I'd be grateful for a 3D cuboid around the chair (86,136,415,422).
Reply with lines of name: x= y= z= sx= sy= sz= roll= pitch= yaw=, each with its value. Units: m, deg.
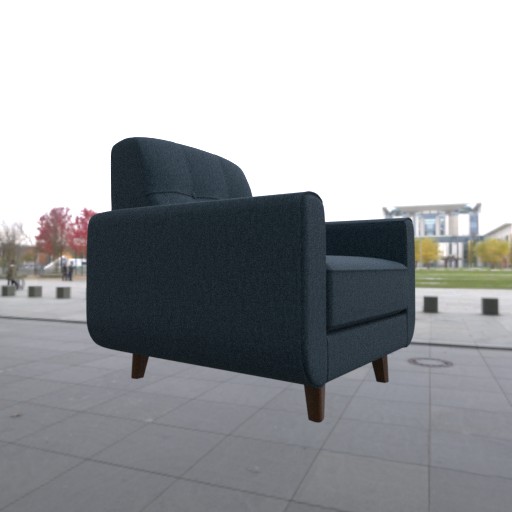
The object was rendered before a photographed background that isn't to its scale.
chair: x=0.000 y=0.000 z=1.697 sx=0.964 sy=0.940 sz=0.880 roll=-1 pitch=-1 yaw=37
